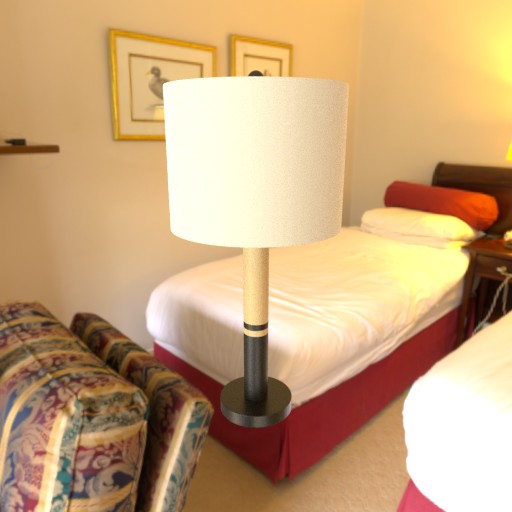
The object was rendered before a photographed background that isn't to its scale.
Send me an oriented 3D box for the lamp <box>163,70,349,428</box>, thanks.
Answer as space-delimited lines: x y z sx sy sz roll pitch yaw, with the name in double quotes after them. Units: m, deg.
0.000 0.000 0.823 0.305 0.640 0.305 3 16 9 "lamp"
